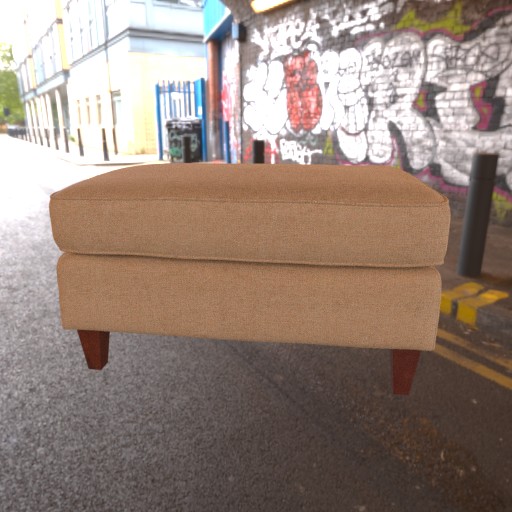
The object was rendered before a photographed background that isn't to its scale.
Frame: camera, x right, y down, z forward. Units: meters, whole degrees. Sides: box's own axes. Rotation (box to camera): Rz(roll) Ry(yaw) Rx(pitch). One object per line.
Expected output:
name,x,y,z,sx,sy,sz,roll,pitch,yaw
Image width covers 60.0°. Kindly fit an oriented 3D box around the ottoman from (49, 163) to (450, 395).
ottoman,0.000,0.000,1.217,0.862,0.484,0.583,2,17,8
